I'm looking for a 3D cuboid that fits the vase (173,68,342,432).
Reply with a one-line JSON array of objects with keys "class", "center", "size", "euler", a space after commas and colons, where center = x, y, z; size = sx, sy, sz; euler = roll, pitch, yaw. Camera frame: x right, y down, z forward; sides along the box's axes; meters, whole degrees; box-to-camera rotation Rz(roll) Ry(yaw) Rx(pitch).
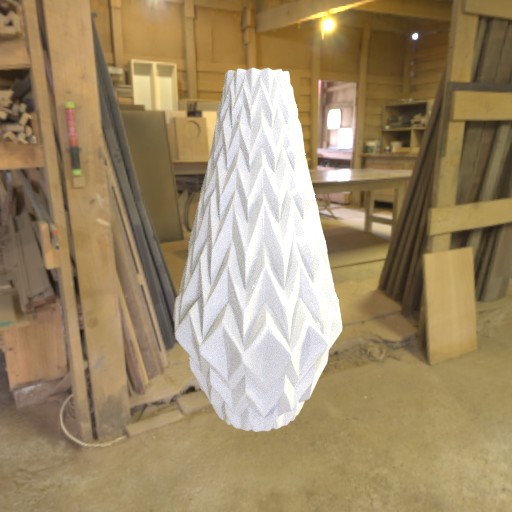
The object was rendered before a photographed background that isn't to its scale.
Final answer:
[{"class": "vase", "center": [0.000, 0.000, 0.424], "size": [0.167, 0.328, 0.167], "euler": [0, 15, 0]}]
